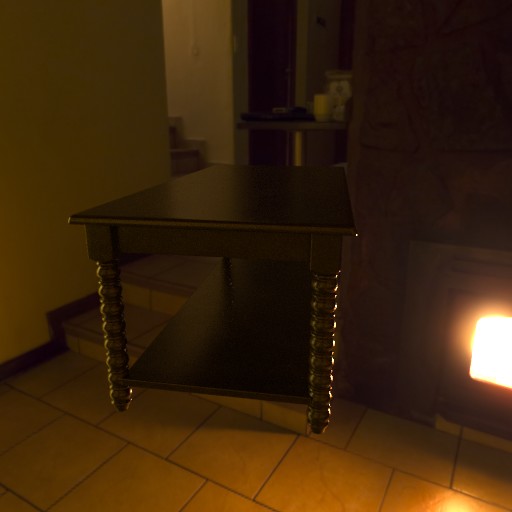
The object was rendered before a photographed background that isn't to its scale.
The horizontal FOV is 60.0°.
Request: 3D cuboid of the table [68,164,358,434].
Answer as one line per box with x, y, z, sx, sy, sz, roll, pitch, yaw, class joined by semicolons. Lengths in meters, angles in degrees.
0.000;0.000;1.470;0.580;0.487;1.171;3;17;9;table
